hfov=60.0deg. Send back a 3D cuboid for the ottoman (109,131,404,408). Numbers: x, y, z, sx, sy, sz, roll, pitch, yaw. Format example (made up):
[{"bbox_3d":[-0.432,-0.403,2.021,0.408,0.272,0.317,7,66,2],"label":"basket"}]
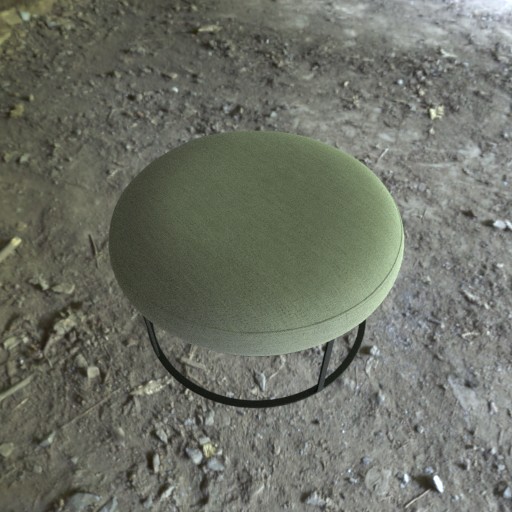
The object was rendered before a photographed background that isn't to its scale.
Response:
[{"bbox_3d":[0.000,0.000,1.279,0.769,0.459,0.769,0,48,0],"label":"ottoman"}]
